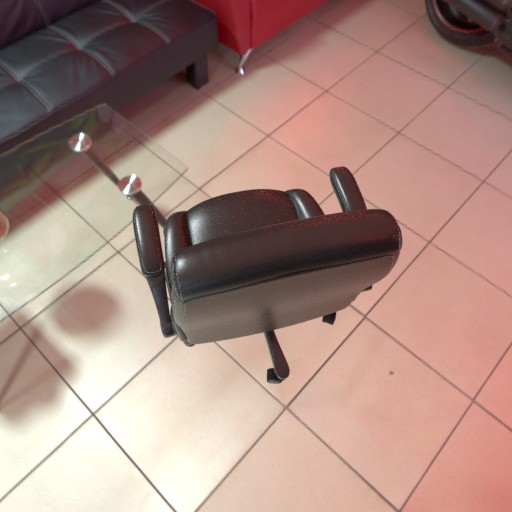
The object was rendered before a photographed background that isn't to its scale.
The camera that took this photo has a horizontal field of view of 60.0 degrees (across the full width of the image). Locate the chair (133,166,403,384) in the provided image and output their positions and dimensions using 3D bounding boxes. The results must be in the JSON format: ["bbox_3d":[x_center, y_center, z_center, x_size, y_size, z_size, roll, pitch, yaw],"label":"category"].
[{"bbox_3d":[0.000,0.000,1.606,0.782,1.110,0.724,-12,59,-7],"label":"chair"}]
